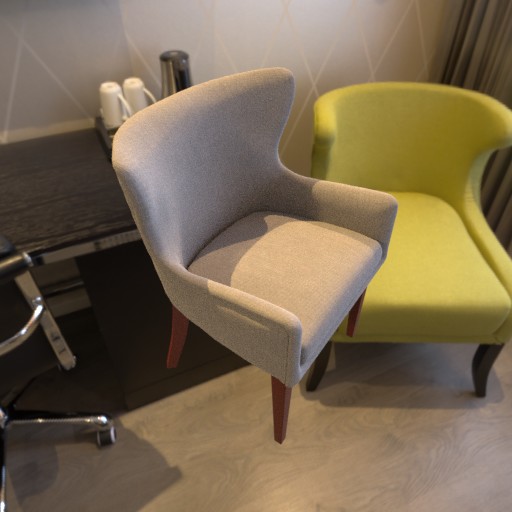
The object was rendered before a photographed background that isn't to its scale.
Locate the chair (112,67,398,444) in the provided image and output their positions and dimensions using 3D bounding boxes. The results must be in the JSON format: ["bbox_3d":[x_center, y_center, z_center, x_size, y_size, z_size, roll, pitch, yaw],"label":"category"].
[{"bbox_3d":[0.000,0.000,1.444,0.677,0.948,0.732,25,47,25],"label":"chair"}]
